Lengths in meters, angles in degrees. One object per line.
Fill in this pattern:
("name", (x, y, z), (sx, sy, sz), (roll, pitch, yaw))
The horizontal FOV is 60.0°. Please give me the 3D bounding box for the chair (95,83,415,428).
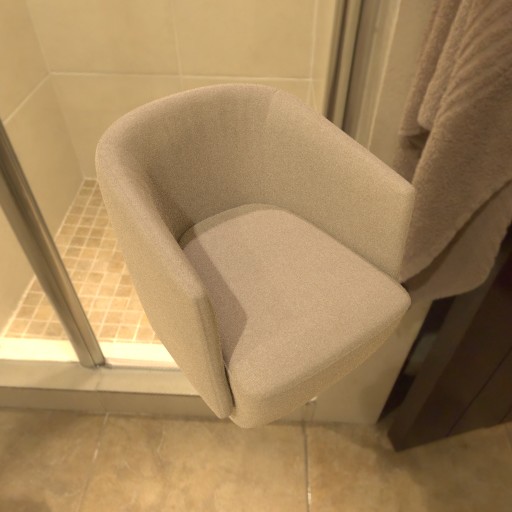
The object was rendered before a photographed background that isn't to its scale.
("chair", (0.000, 0.000, 1.595), (0.822, 0.861, 0.986), (-26, 50, -24))
